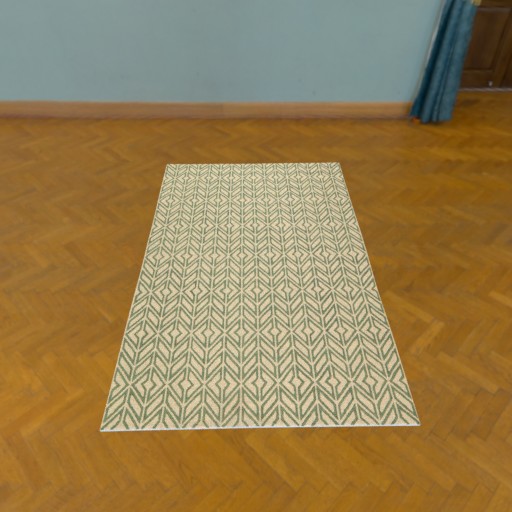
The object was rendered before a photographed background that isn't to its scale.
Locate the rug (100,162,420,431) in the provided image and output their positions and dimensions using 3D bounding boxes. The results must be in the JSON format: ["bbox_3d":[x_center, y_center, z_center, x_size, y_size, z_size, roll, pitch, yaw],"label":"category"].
[{"bbox_3d":[0.000,0.000,2.998,1.517,0.011,2.435,-1,42,-1],"label":"rug"}]
